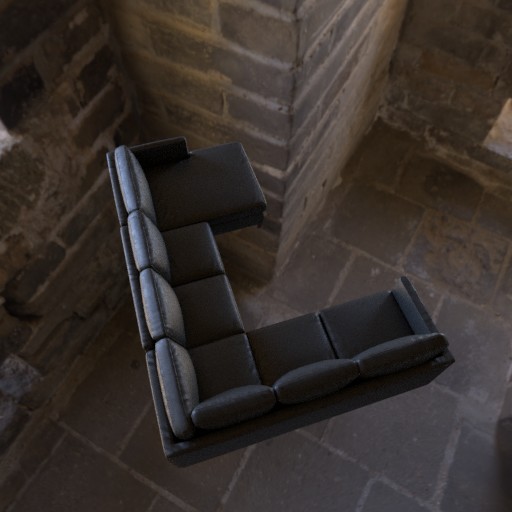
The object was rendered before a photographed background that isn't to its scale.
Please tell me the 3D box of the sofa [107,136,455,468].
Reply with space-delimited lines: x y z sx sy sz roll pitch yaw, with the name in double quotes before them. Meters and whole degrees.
"sofa" 0.000 0.000 4.707 2.593 0.923 3.460 -15 59 -9
